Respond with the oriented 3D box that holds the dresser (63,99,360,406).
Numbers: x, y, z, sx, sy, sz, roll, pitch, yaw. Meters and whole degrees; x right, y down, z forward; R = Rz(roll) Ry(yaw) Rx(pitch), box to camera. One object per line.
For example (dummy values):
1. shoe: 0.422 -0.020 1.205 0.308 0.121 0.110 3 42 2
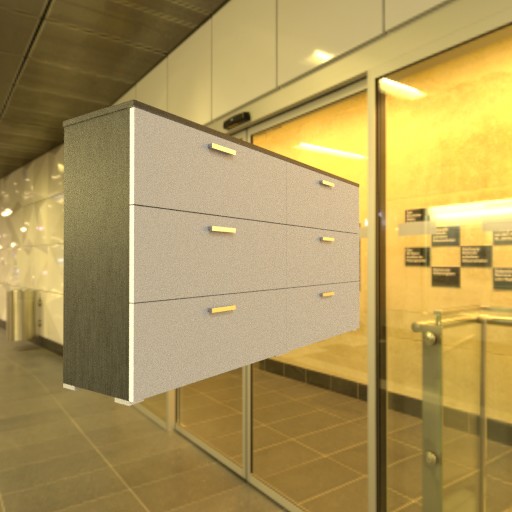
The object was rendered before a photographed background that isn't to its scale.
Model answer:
1. dresser: 0.000 0.000 1.851 0.333 0.790 1.535 0 -1 35
